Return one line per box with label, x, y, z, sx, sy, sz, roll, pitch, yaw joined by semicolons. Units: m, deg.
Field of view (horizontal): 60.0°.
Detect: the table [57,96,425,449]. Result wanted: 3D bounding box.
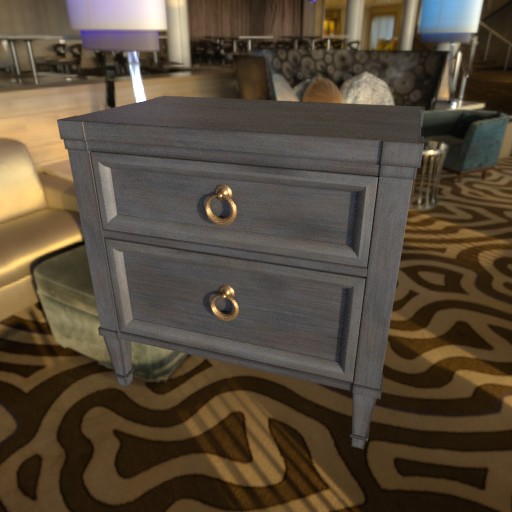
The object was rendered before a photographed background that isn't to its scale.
table;0.000;0.000;1.062;0.660;0.660;0.413;8;27;17
